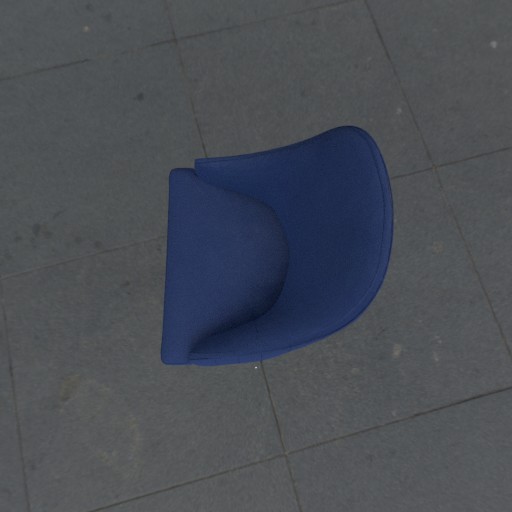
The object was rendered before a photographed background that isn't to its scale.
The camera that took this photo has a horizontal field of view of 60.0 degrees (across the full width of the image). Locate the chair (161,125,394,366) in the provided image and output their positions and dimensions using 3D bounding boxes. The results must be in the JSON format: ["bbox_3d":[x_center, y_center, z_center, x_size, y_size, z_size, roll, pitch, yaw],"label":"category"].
[{"bbox_3d":[0.000,0.000,1.336,0.575,0.889,0.643,0,76,0],"label":"chair"}]
